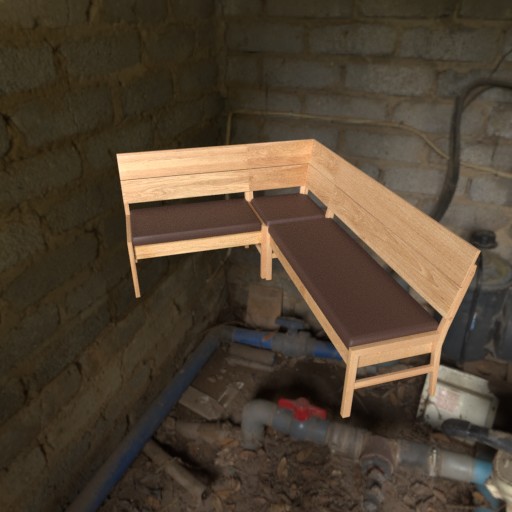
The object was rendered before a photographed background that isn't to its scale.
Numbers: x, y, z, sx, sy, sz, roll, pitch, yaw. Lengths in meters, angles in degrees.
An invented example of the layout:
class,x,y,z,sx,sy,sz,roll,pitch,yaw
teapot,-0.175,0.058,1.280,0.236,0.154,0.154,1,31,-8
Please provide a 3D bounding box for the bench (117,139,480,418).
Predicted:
class,x,y,z,sx,sy,sz,roll,pitch,yaw
bench,0.000,0.000,2.810,1.549,0.890,1.975,-8,31,-14
